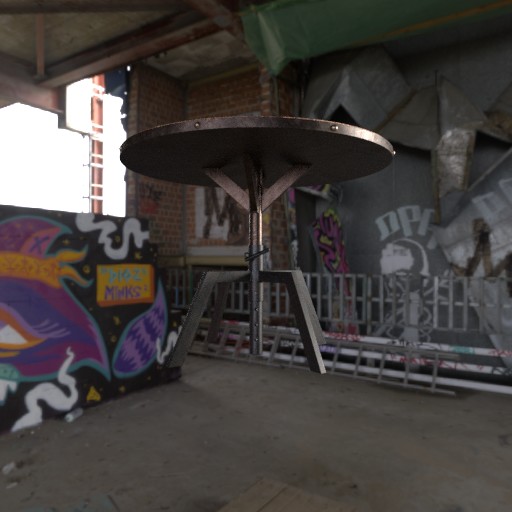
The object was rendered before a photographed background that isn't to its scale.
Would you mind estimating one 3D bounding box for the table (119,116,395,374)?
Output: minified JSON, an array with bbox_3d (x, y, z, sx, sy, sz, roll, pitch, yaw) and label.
[{"bbox_3d":[0.000,0.000,1.493,0.885,0.658,0.885,0,-1,0],"label":"table"}]
